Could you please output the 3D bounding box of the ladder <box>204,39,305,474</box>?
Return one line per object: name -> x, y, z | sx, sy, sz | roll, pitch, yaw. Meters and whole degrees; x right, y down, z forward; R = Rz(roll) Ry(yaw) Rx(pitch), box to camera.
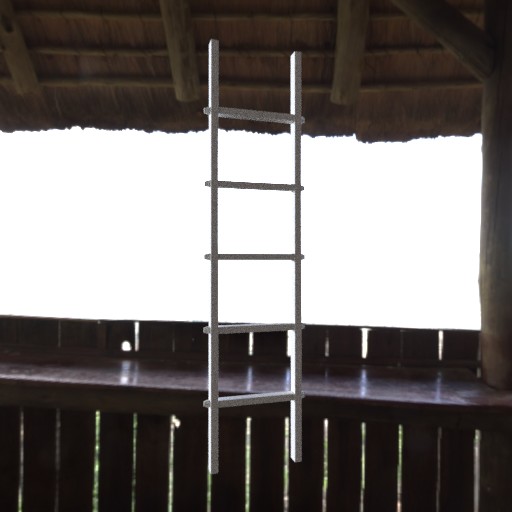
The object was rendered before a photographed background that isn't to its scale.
ladder -> 0.000, 0.000, 1.912 | 0.452, 1.797, 0.051 | 0, 0, -17
